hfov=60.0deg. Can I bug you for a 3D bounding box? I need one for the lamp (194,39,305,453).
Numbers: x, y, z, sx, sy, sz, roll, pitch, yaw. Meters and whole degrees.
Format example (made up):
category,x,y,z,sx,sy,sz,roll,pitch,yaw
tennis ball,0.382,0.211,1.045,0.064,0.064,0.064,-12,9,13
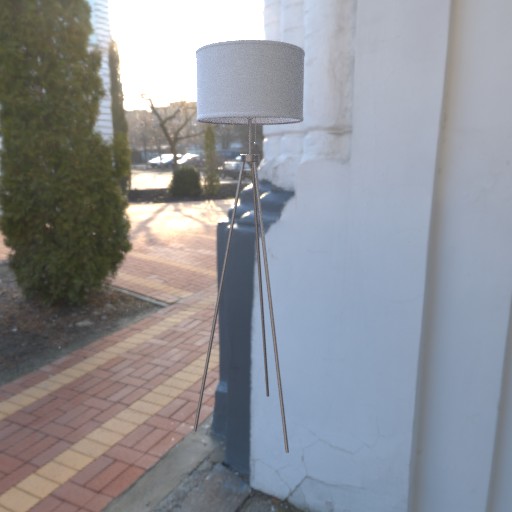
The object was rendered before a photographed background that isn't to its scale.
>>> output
category,x,y,z,sx,sy,sz,roll,pitch,yaw
lamp,0.000,0.000,1.811,0.458,1.545,0.448,12,17,43
